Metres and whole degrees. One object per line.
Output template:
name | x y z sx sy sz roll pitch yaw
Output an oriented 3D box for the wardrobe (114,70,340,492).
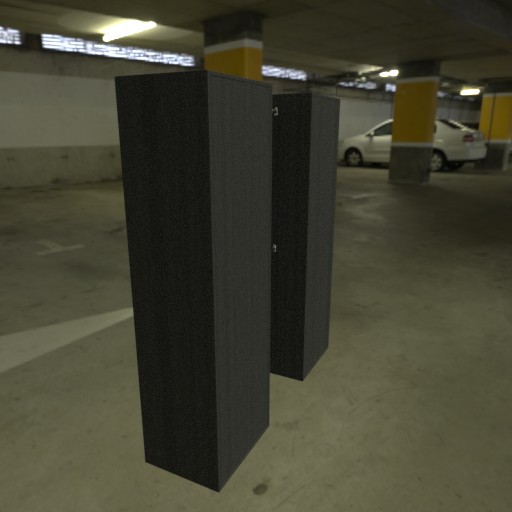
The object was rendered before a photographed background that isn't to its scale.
wardrobe | 0.000 0.000 2.850 0.480 2.000 1.770 8 17 26
